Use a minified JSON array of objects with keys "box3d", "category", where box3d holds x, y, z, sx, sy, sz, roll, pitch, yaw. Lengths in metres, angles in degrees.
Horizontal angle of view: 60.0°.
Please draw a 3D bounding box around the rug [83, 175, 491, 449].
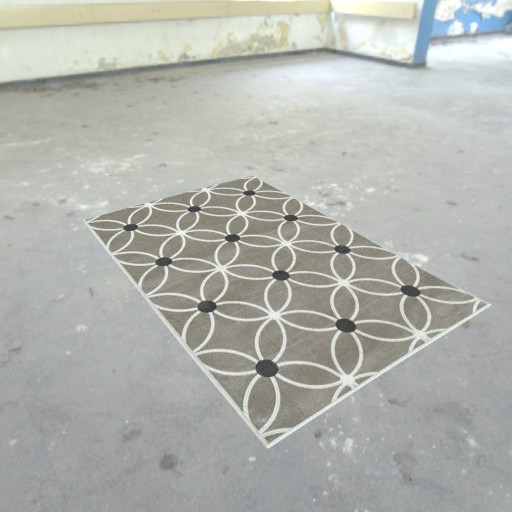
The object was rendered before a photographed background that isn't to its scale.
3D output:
[{"box3d":[0.000,0.000,2.826,1.522,0.008,2.284,-20,37,-29],"category":"rug"}]
